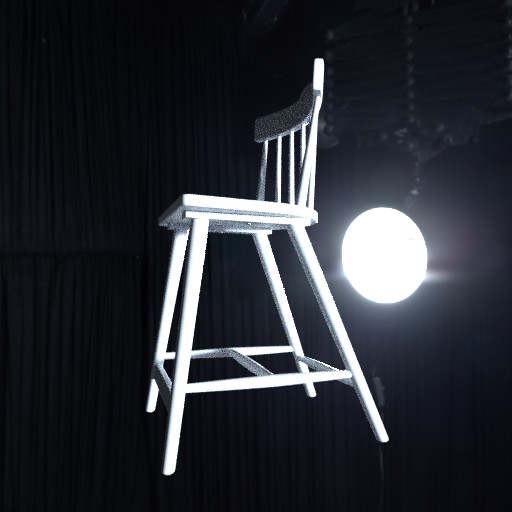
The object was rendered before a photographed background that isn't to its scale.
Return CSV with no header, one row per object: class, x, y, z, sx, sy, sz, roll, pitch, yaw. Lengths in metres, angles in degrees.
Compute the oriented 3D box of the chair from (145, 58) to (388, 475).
chair,0.000,0.000,1.259,0.572,0.952,0.483,1,-2,-18
